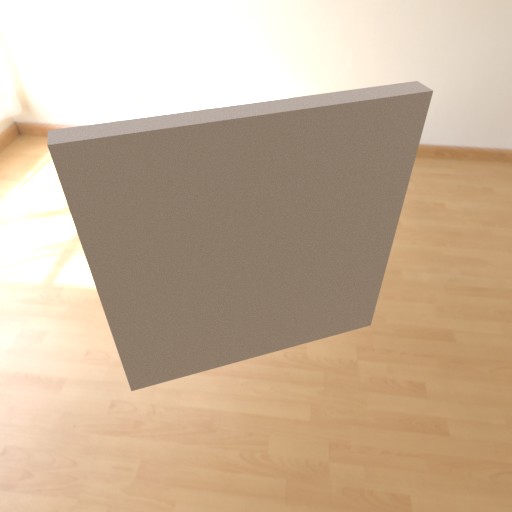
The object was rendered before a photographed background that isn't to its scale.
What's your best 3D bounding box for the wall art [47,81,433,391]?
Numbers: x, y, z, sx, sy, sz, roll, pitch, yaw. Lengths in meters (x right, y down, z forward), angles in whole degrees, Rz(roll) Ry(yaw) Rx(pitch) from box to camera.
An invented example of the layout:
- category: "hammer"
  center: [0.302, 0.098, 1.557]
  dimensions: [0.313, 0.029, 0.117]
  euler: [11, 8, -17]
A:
- category: "wall art"
  center: [0.000, 0.000, 0.517]
  dimensions: [0.355, 0.355, 0.027]
  euler: [-12, 43, -14]
